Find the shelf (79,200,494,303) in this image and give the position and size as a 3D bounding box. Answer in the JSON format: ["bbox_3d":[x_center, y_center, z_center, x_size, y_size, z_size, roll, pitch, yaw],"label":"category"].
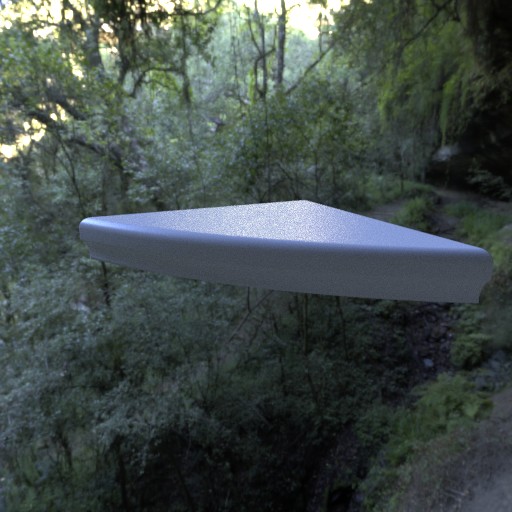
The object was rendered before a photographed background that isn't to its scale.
[{"bbox_3d":[0.000,0.000,0.454,0.310,0.050,0.310,-8,18,-25],"label":"shelf"}]
